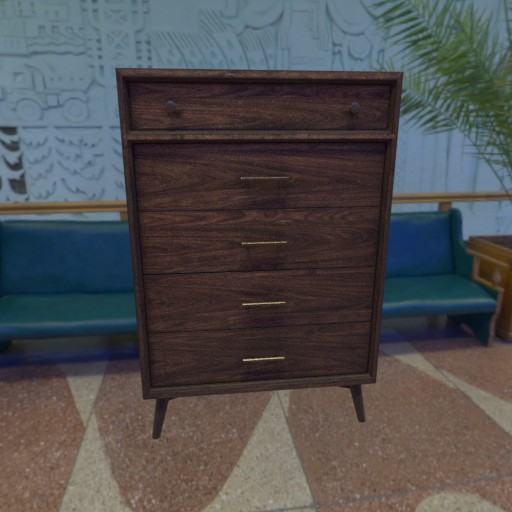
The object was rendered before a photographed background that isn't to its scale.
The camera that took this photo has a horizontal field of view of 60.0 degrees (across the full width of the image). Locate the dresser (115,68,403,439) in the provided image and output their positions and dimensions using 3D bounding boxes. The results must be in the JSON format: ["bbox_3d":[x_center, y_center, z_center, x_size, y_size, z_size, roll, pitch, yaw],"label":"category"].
[{"bbox_3d":[0.000,0.000,1.815,0.919,1.365,0.498,-2,17,-7],"label":"dresser"}]
